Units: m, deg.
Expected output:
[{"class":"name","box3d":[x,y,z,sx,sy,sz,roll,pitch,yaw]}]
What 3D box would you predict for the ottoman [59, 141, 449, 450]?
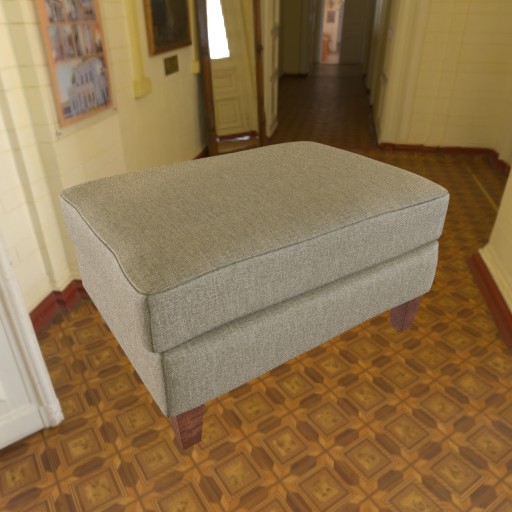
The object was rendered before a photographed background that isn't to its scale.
[{"class":"ottoman","box3d":[0.000,0.000,1.249,0.873,0.494,0.639,-18,34,-29]}]
